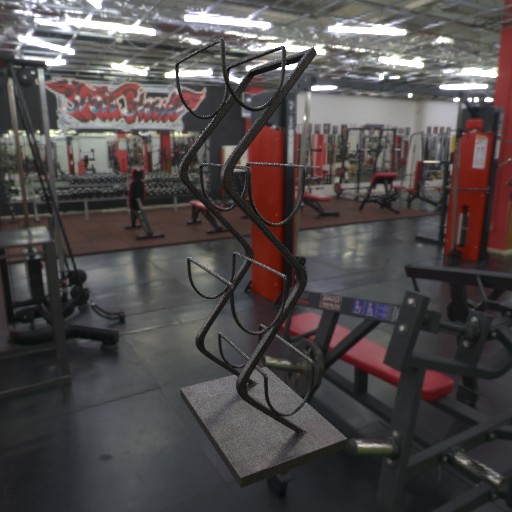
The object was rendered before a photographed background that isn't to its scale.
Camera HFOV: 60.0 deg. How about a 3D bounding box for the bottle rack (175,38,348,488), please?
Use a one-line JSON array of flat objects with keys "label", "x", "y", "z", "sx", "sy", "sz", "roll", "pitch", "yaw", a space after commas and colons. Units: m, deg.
[{"label": "bottle rack", "x": 0.000, "y": 0.000, "z": 0.669, "sx": 0.178, "sy": 0.559, "sz": 0.254, "roll": -7, "pitch": 15, "yaw": -27}]
